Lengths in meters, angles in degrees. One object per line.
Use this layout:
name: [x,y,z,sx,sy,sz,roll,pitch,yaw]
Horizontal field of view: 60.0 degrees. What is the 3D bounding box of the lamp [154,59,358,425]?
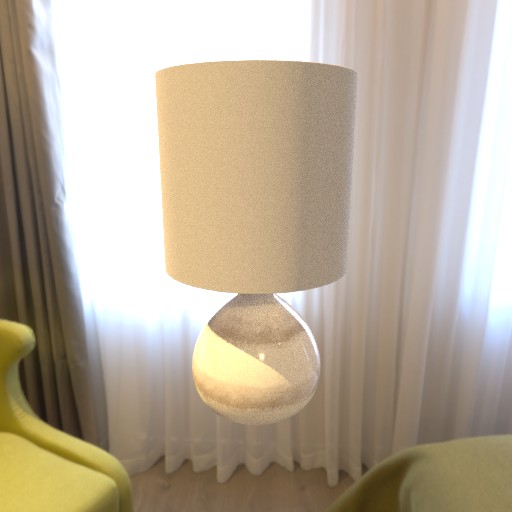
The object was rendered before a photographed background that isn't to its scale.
lamp: [0.000,0.000,0.534,0.217,0.404,0.217,-7,16,-25]
